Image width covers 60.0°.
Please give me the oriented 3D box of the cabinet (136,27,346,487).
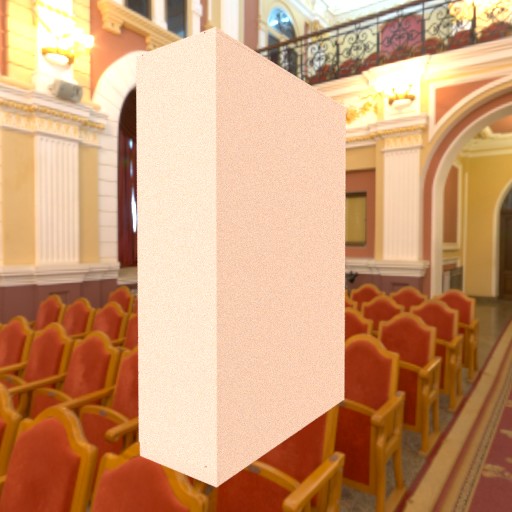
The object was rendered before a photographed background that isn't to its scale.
[{"bbox_3d":[0.000,0.000,2.511,0.510,1.910,1.290,1,2,35],"label":"cabinet"}]
